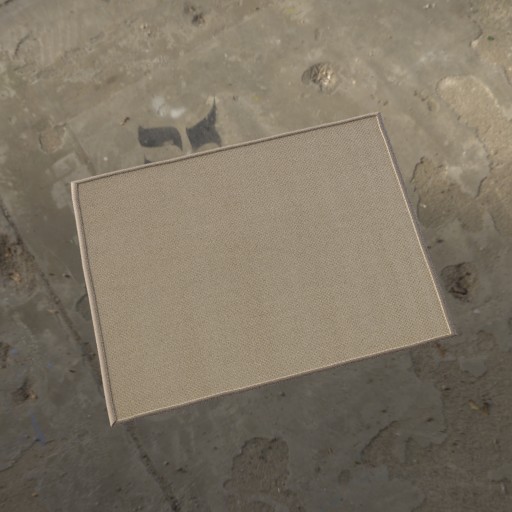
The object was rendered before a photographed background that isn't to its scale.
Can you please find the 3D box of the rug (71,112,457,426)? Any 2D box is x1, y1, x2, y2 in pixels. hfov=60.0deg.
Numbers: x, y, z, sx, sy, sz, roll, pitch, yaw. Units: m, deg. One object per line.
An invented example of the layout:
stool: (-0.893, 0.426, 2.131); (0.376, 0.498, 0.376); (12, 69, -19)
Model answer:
rug: (0.000, 0.000, 2.719); (2.081, 0.020, 1.525); (-14, 77, -3)
